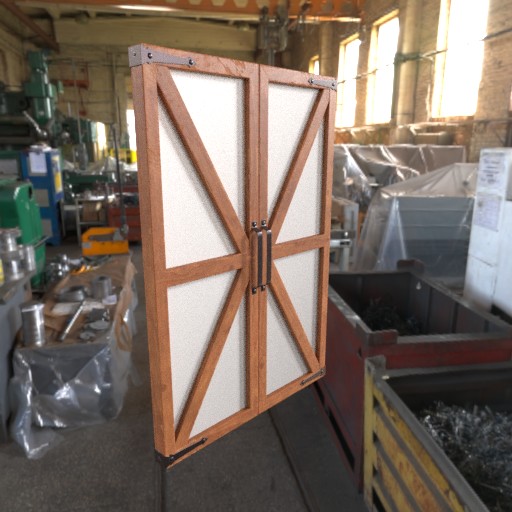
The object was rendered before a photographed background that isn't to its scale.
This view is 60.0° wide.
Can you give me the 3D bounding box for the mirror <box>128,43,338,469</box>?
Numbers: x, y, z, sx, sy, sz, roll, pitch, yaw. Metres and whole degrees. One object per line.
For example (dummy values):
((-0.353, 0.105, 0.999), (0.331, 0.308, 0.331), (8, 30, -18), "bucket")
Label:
((0.000, 0.000, 0.946), (0.517, 0.761, 0.053), (-14, 20, -43), "mirror")
